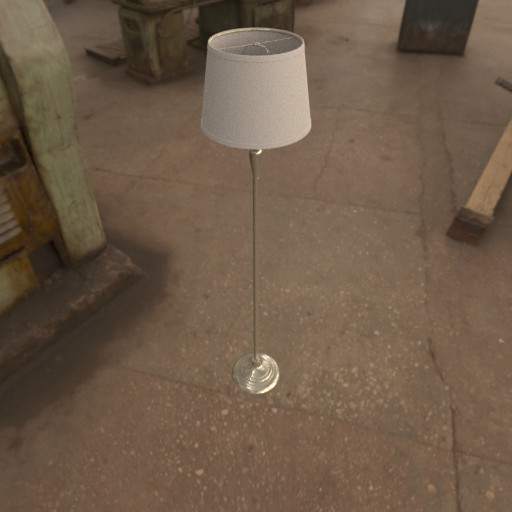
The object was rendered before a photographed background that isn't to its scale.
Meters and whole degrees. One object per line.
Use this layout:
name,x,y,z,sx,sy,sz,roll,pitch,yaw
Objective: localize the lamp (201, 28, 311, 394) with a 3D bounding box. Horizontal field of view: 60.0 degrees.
lamp,0.000,0.000,1.663,0.327,1.506,0.327,12,43,13
